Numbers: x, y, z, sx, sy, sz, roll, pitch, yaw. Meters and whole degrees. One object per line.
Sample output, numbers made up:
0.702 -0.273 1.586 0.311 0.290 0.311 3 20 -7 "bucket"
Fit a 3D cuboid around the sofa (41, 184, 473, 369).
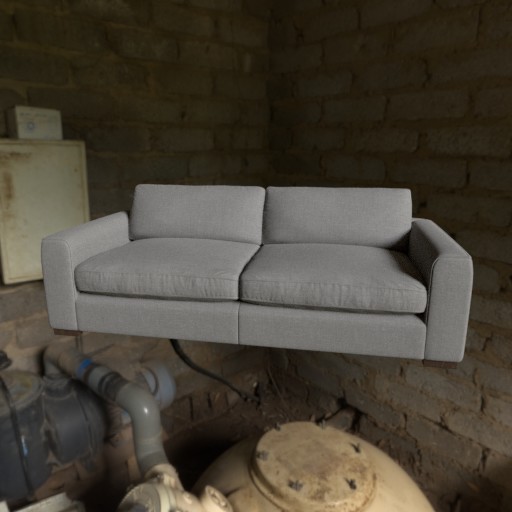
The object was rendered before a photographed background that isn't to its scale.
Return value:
0.000 0.000 2.746 2.262 0.801 1.070 3 15 10 "sofa"
